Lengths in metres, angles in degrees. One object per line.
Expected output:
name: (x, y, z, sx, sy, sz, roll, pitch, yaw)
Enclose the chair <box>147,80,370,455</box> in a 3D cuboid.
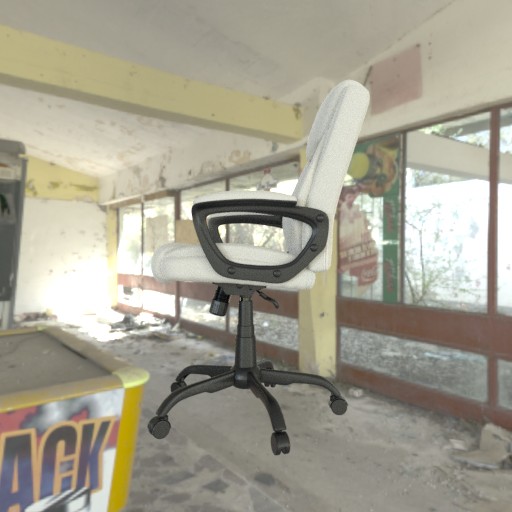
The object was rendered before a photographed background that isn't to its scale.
chair: (0.000, 0.000, 1.491, 0.669, 1.065, 0.663, 0, 0, -1)
